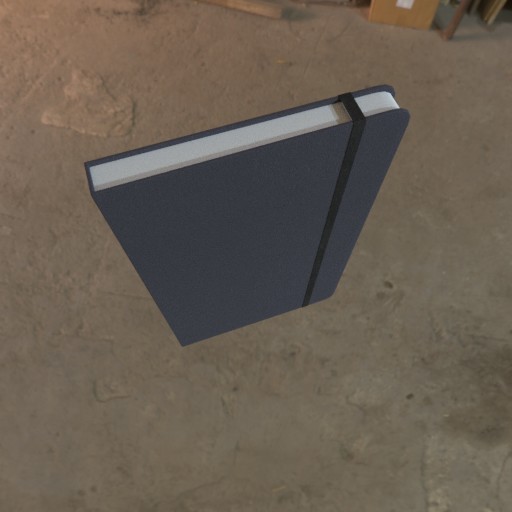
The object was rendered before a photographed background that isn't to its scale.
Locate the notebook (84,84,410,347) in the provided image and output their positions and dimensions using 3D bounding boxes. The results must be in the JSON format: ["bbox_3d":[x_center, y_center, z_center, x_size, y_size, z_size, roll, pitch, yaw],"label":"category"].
[{"bbox_3d":[0.000,0.000,0.262,0.127,0.213,0.016,-17,65,-8],"label":"notebook"}]
